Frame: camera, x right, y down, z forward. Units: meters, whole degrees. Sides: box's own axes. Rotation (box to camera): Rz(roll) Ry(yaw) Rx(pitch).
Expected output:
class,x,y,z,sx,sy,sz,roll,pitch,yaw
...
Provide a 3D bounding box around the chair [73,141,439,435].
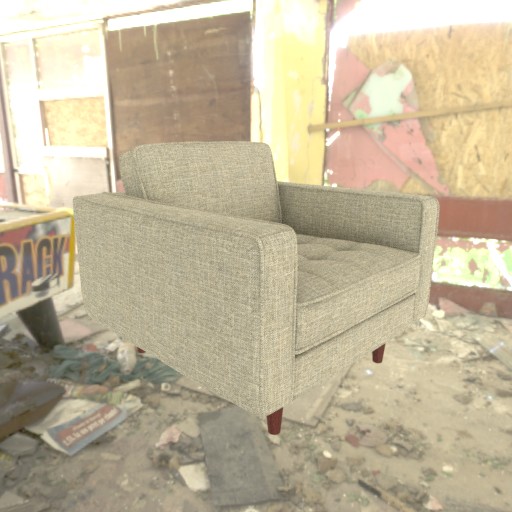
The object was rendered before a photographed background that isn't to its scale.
class,x,y,z,sx,sy,sz,roll,pitch,yaw
chair,0.000,0.000,1.534,0.914,0.765,0.889,14,21,43
